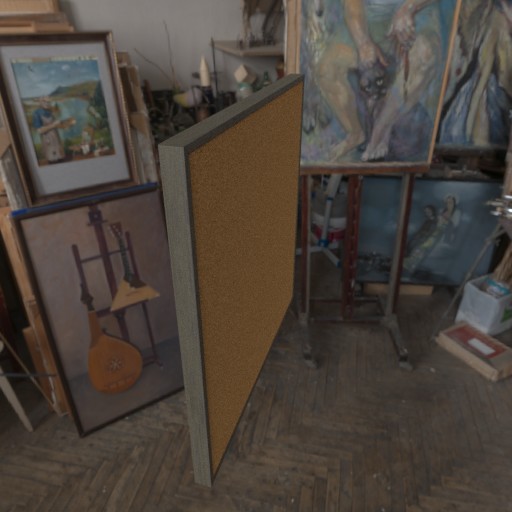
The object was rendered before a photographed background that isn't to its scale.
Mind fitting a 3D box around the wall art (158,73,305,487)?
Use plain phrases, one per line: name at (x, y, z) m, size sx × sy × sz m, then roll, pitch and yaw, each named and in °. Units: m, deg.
wall art at (0.000, 0.000, 1.108) m, size 0.039 × 0.758 × 0.758 m, roll 9°, pitch 31°, yaw 16°
